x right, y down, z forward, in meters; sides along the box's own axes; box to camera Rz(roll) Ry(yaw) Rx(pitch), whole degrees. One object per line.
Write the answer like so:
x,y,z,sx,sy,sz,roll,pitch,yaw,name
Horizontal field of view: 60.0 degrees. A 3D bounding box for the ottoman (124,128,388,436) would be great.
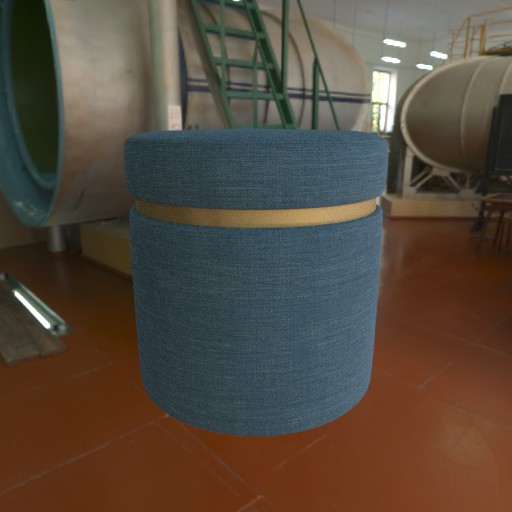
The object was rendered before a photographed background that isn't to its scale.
0.000,0.000,0.735,0.398,0.406,0.398,0,16,0,ottoman
